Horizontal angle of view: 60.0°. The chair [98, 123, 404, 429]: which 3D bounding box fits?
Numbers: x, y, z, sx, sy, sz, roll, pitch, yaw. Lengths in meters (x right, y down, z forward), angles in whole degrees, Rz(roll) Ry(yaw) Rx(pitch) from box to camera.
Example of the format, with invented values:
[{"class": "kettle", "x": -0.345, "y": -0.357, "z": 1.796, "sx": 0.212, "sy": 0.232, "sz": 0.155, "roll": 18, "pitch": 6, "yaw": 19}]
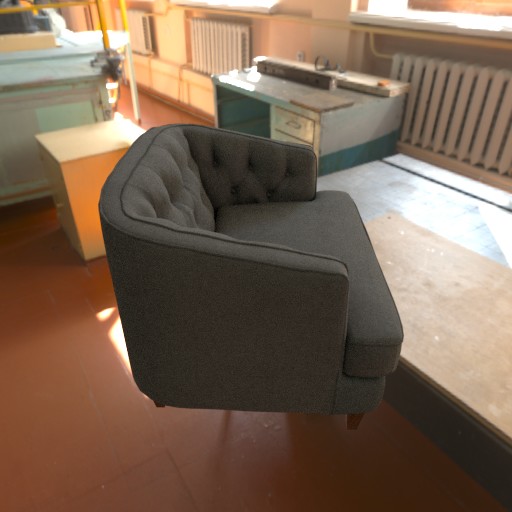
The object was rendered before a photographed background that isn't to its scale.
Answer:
[{"class": "chair", "x": 0.000, "y": 0.000, "z": 1.776, "sx": 0.941, "sy": 0.852, "sz": 1.104, "roll": 1, "pitch": 32, "yaw": 1}]
